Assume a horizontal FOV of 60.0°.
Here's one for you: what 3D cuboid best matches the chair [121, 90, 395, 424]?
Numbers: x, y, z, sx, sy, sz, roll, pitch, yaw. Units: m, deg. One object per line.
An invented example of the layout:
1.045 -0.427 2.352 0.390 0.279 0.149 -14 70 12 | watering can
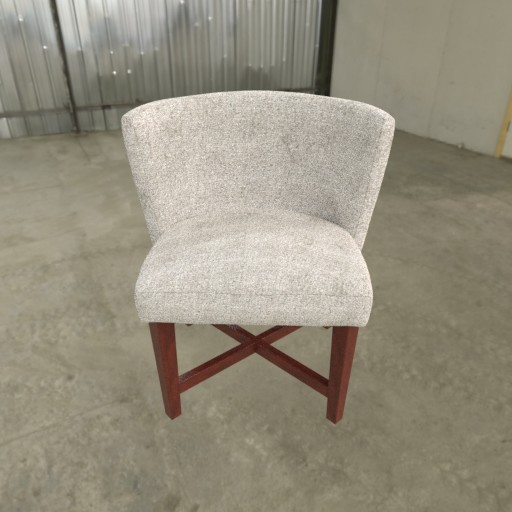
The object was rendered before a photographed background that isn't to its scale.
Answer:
0.000 0.000 1.291 0.728 0.827 0.575 1 30 2 | chair
